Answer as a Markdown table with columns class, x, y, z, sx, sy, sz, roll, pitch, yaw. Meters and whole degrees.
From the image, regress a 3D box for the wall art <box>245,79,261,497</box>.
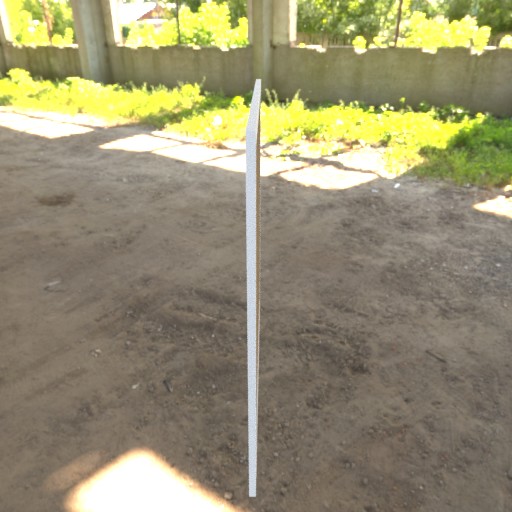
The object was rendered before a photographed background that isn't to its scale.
| class | x | y | z | sx | sy | sz | roll | pitch | yaw |
| --- | --- | --- | --- | --- | --- | --- | --- | --- | --- |
| wall art | 0.000 | 0.000 | 1.185 | 0.015 | 0.812 | 0.812 | 1 | 27 | 1 |
